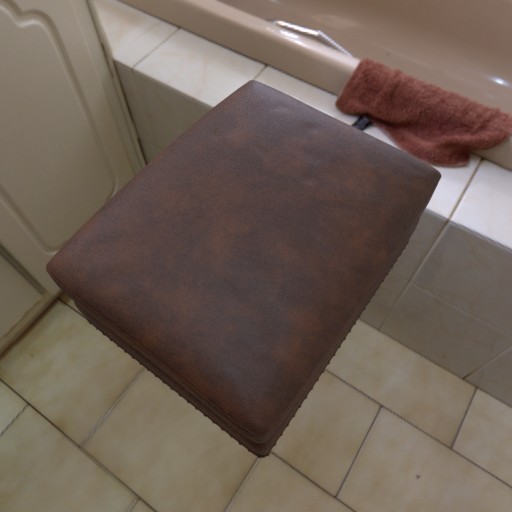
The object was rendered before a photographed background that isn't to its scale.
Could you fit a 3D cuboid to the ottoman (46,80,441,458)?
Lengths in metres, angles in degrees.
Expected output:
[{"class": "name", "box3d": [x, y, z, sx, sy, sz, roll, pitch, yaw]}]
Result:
[{"class": "ottoman", "box3d": [0.000, 0.000, 1.128, 0.586, 0.486, 0.742, 32, 65, 17]}]
